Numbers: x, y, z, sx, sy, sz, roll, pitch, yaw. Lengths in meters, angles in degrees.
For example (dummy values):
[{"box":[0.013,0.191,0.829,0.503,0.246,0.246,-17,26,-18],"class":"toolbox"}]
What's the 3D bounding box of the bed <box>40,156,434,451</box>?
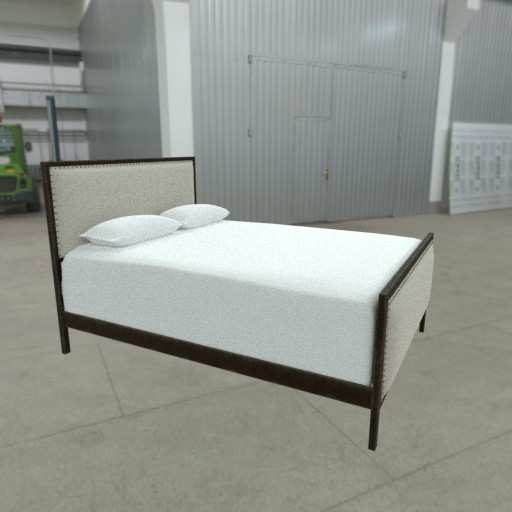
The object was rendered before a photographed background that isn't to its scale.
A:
[{"box":[0.000,0.000,3.123,2.221,1.313,1.607,7,16,27],"class":"bed"}]
